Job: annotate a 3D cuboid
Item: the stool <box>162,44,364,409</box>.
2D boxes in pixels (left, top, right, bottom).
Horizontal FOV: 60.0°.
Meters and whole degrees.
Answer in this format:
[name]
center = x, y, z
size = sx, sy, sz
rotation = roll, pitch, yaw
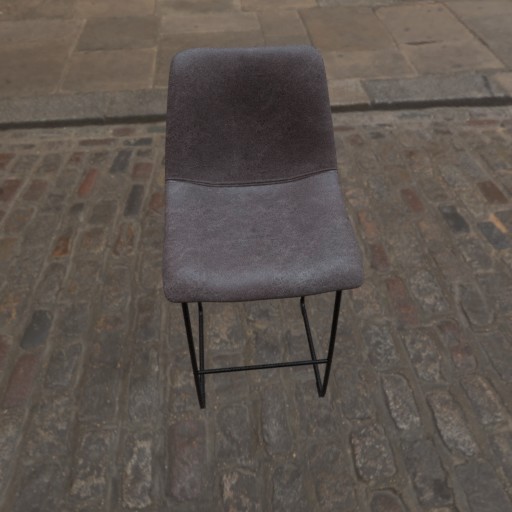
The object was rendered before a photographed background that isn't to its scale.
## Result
[stool]
center = 0.000, 0.000, 1.396
size = 0.514, 1.082, 0.561
rotation = -4, 48, -4
